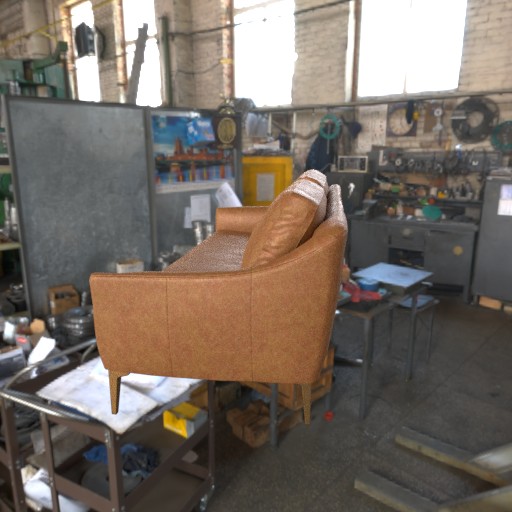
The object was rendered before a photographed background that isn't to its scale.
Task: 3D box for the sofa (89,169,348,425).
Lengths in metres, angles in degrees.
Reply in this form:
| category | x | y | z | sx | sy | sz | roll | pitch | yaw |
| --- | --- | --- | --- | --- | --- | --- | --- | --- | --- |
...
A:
| category | x | y | z | sx | sy | sz | roll | pitch | yaw |
| --- | --- | --- | --- | --- | --- | --- | --- | --- | --- |
| sofa | 0.000 | 0.000 | 2.613 | 0.981 | 0.945 | 2.036 | 2 | 14 | 9 |
